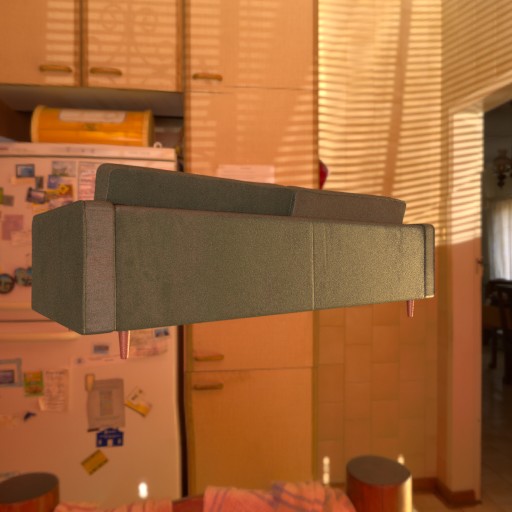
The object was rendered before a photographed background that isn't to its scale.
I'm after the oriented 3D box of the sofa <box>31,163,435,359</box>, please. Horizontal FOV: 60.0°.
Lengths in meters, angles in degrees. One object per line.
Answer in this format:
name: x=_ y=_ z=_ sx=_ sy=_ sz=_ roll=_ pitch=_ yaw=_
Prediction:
sofa: x=0.000 y=0.000 z=2.540 sx=2.199 sy=0.769 sz=0.918 roll=0 pitch=0 yaw=-37
